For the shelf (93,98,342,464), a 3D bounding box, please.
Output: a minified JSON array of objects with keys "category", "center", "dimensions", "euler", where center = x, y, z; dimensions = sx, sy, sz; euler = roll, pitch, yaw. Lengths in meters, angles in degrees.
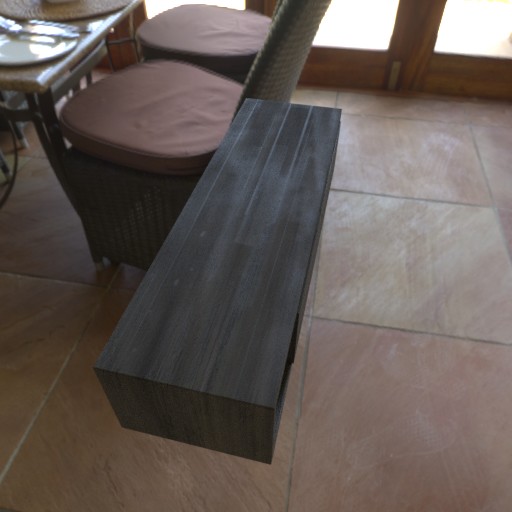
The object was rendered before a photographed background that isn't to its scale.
[{"category":"shelf","center":[0.000,0.000,1.529],"dimensions":[0.400,0.495,1.300],"euler":[10,46,10]}]
